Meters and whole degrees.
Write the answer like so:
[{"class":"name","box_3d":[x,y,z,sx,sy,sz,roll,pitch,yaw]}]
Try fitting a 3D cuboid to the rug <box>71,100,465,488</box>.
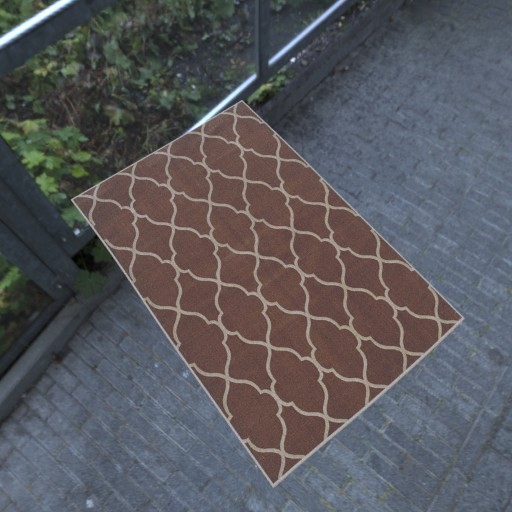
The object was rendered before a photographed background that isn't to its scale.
[{"class":"rug","box_3d":[0.000,0.000,2.933,1.528,0.014,2.294,-35,70,-15]}]
